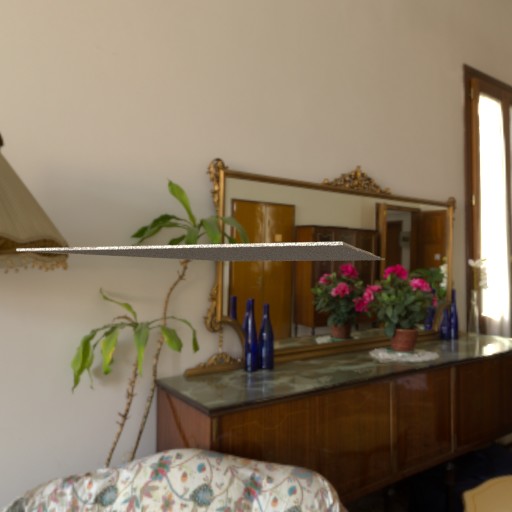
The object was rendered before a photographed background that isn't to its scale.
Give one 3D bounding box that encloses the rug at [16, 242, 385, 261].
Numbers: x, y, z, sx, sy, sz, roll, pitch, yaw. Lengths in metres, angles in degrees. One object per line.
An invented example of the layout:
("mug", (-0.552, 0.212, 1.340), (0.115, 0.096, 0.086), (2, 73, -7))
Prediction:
("rug", (0.000, 0.000, 4.653), (2.393, 0.019, 3.824), (-1, -2, 19))
